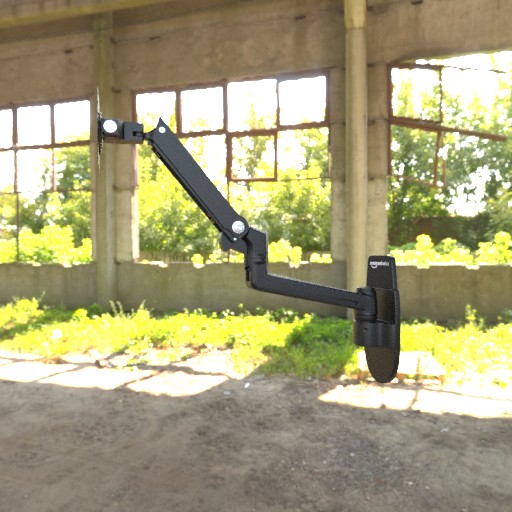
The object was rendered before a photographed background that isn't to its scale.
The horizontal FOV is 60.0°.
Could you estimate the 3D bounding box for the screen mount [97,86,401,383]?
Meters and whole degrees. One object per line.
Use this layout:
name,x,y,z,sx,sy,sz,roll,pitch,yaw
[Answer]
screen mount,0.000,0.000,0.738,0.495,0.466,0.115,0,1,-18
